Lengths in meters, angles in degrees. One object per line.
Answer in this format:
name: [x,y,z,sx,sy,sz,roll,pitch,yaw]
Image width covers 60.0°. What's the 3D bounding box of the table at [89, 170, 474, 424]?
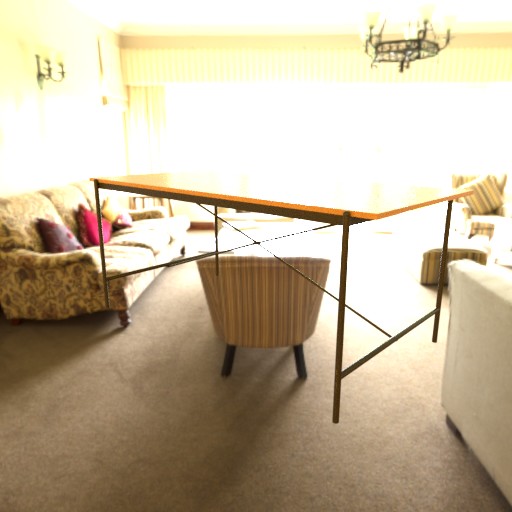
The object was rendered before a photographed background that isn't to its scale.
table: [0.000,0.000,2.320,1.800,0.758,0.900,14,20,41]
